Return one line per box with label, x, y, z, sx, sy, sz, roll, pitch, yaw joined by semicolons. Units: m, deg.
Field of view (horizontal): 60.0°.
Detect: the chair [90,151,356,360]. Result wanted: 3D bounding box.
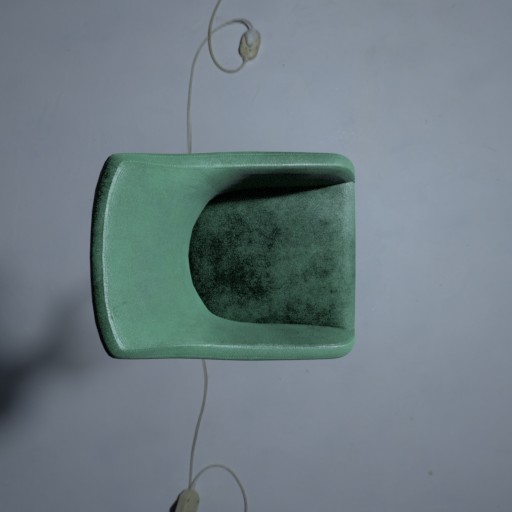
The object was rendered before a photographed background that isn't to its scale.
chair;0.000;0.000;1.576;0.794;1.081;0.683;0;90;0
